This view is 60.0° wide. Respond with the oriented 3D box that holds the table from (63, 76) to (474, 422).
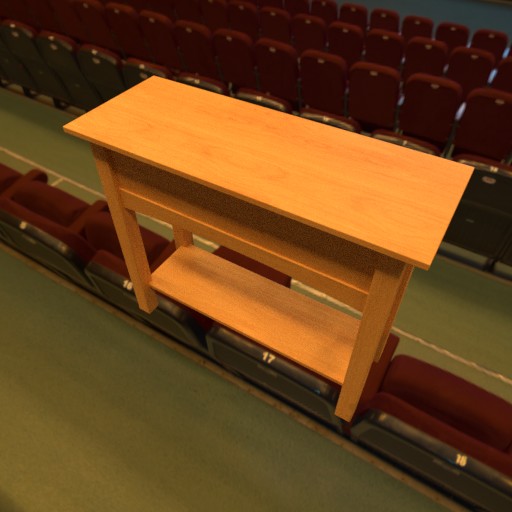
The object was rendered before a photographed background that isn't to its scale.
[{"bbox_3d":[0.000,0.000,1.279,0.900,0.728,0.340,23,50,21],"label":"table"}]
